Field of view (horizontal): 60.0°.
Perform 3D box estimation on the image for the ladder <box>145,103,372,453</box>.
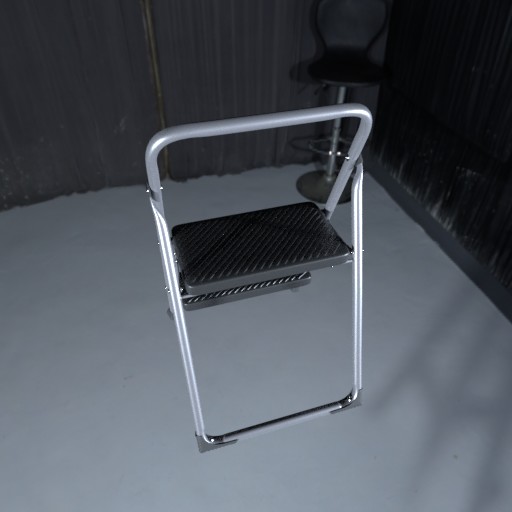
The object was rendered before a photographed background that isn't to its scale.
[{"bbox_3d":[0.000,0.000,1.000,0.430,0.720,0.472,-11,42,-13],"label":"ladder"}]
